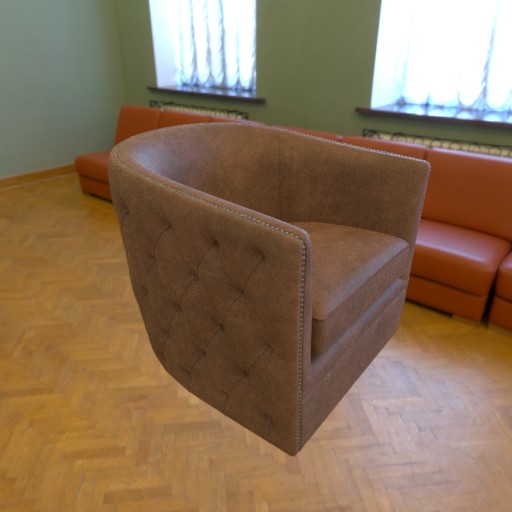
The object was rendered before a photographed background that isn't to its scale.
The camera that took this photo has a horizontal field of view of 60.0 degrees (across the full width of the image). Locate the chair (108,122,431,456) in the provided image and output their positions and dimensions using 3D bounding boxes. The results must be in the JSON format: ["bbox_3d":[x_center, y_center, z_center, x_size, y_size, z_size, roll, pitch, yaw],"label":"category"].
[{"bbox_3d":[0.000,0.000,1.554,0.870,0.790,0.850,19,32,33],"label":"chair"}]
